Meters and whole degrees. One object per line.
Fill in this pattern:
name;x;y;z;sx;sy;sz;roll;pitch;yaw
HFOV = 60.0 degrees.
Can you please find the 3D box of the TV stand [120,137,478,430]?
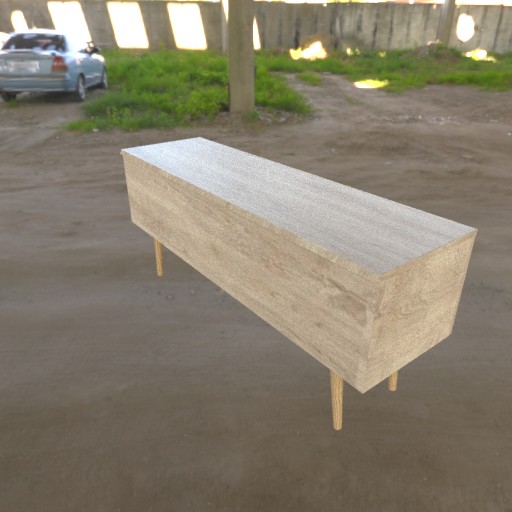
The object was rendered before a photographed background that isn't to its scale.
TV stand;0.000;0.000;1.580;0.401;0.565;1.313;-19;33;-33
